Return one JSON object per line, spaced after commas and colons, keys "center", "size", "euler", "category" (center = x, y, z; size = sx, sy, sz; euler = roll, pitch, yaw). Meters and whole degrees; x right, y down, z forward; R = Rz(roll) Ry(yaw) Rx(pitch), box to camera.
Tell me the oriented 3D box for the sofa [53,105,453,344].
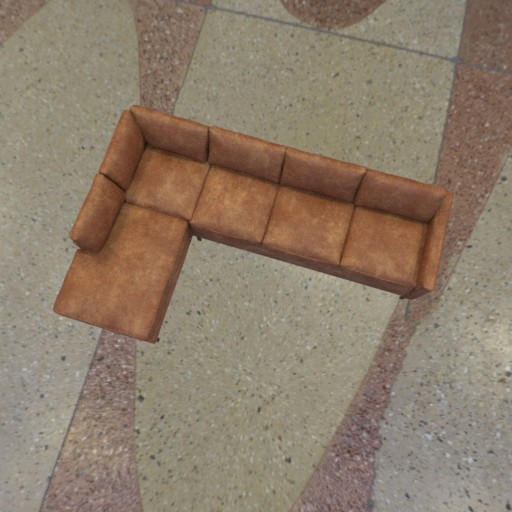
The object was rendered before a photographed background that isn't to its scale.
{"center": [0.000, 0.000, 3.861], "size": [2.984, 0.877, 1.938], "euler": [16, 75, 4], "category": "sofa"}
